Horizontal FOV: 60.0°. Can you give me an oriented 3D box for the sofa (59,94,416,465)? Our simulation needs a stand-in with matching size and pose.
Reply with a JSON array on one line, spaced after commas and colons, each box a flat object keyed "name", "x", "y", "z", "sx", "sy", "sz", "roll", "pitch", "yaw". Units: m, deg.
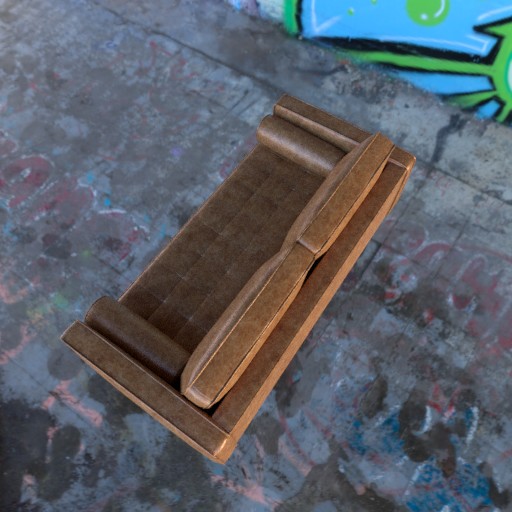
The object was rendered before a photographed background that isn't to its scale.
[{"name": "sofa", "x": 0.000, "y": 0.000, "z": 2.433, "sx": 0.924, "sy": 0.825, "sz": 1.920, "roll": 31, "pitch": 67, "yaw": 15}]
